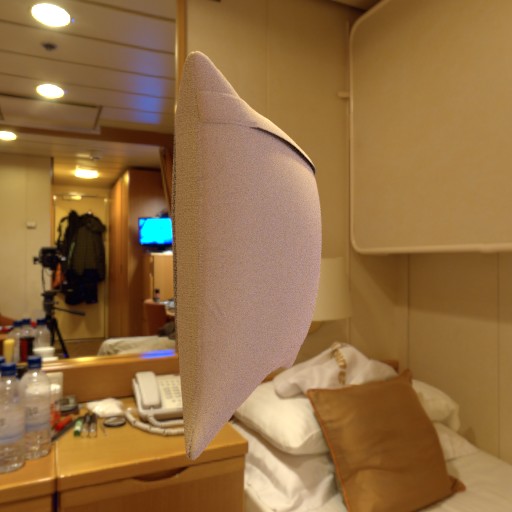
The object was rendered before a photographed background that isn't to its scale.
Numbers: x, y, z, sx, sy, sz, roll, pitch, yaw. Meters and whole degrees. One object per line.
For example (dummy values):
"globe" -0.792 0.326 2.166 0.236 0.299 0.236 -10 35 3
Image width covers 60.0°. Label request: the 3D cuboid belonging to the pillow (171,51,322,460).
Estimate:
"pillow" 0.000 0.000 0.627 0.173 0.406 0.405 0 -1 18
